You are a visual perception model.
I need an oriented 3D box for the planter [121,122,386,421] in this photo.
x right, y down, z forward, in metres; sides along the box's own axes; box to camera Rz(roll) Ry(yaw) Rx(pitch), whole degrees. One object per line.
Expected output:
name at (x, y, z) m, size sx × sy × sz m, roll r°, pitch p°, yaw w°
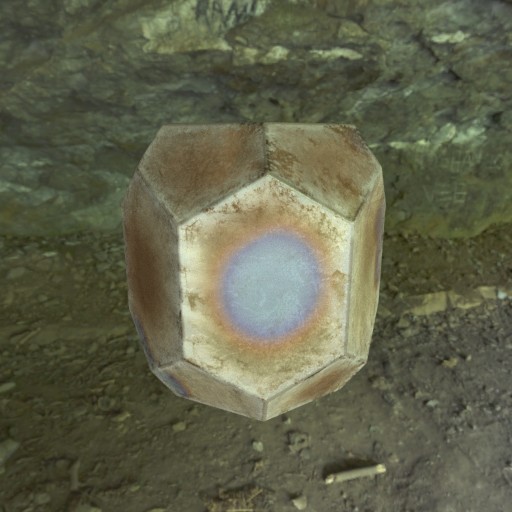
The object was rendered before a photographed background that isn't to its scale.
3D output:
planter at (0.000, 0.000, 0.420) m, size 0.221 × 0.238 × 0.243 m, roll 7°, pitch 17°, yaw 25°
